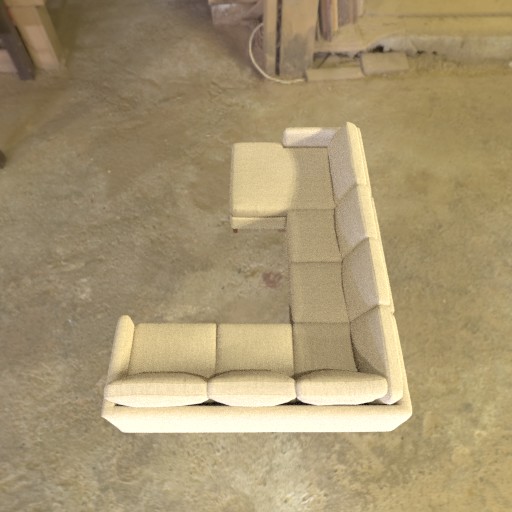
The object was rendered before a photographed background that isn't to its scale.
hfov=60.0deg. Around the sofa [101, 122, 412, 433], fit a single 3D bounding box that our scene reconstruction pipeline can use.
[{"bbox_3d":[0.000,0.000,4.746,2.594,0.961,3.460,0,58,0],"label":"sofa"}]
